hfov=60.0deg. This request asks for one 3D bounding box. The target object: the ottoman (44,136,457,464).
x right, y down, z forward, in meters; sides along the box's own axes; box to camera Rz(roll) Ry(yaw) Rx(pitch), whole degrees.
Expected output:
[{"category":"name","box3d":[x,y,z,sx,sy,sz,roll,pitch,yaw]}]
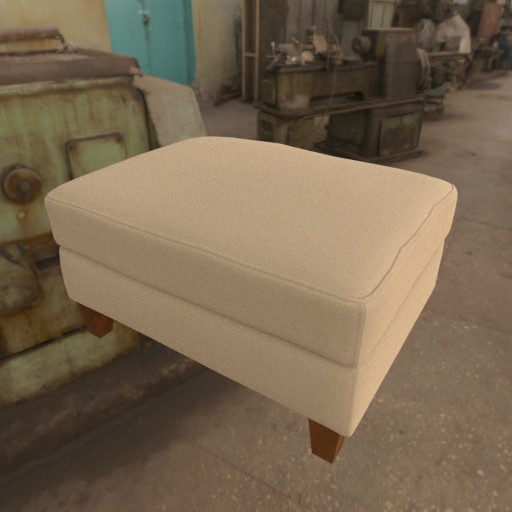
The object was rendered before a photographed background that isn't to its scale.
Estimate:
[{"category":"ottoman","box3d":[0.000,0.000,1.155,0.818,0.485,0.634,18,34,29]}]
